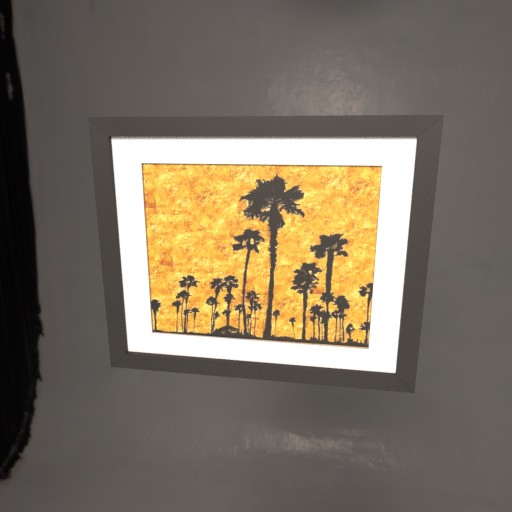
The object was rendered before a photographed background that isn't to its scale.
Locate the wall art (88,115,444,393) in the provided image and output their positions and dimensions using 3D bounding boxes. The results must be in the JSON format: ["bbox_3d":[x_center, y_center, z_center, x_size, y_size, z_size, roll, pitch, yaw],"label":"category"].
[{"bbox_3d":[0.000,0.000,0.764,0.561,0.460,0.028,2,15,9],"label":"wall art"}]
